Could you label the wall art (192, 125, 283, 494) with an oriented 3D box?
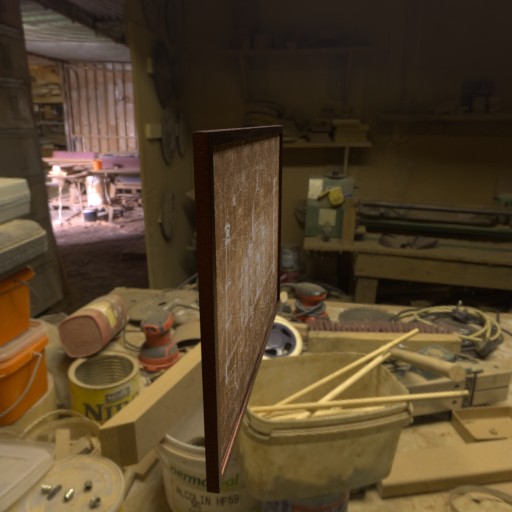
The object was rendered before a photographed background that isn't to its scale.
[{"bbox_3d":[0.000,0.000,0.546,0.012,0.304,0.431,3,17,10],"label":"wall art"}]
